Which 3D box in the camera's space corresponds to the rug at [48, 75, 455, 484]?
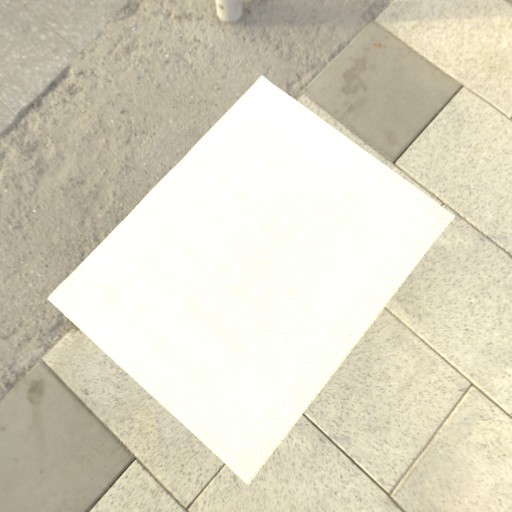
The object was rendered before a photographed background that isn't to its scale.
[{"bbox_3d":[0.000,0.000,3.908,2.277,0.035,2.897,39,79,9],"label":"rug"}]
